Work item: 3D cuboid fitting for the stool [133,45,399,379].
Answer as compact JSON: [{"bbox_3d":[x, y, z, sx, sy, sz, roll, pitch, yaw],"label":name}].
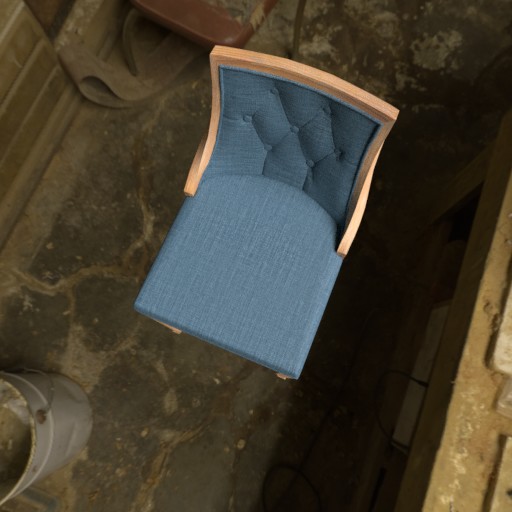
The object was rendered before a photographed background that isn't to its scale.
[{"bbox_3d":[0.000,0.000,1.436,0.524,1.101,0.626,22,76,6],"label":"stool"}]
